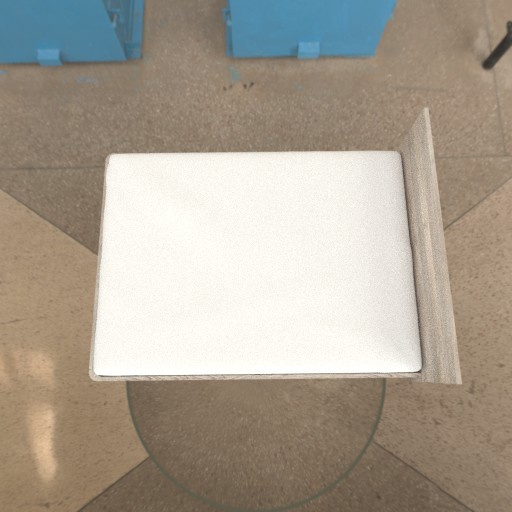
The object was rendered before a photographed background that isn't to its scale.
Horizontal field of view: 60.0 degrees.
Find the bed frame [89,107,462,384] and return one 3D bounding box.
[{"bbox_3d":[0.000,0.000,2.685,1.950,0.800,1.490,-1,76,0],"label":"bed frame"}]
